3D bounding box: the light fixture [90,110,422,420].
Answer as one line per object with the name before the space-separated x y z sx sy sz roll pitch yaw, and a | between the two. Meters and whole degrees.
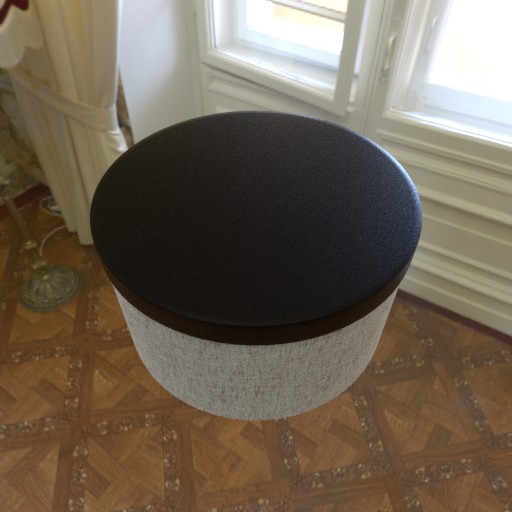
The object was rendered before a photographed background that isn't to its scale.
light fixture | 0.000 0.000 0.617 0.389 0.229 0.389 0 47 0
